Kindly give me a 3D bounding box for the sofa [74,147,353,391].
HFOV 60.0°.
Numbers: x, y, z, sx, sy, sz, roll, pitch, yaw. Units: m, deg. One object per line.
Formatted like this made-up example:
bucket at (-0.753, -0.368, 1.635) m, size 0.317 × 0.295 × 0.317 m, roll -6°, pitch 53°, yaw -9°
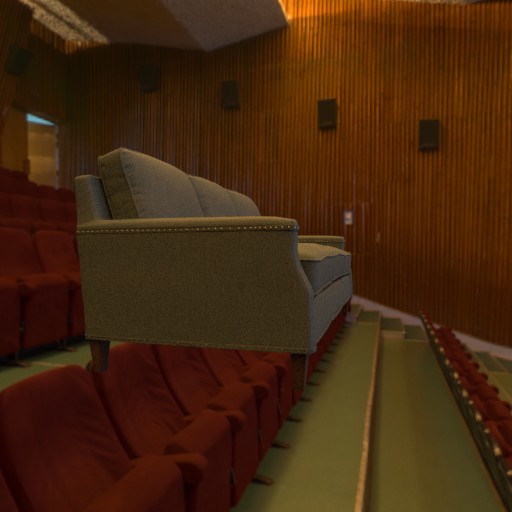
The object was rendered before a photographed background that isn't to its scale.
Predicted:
sofa at (0.000, 0.000, 2.837) m, size 1.084 × 1.003 × 2.246 m, roll 0°, pitch 1°, yaw 16°
